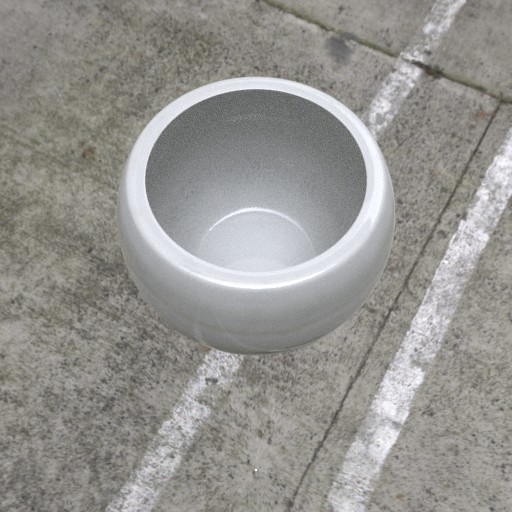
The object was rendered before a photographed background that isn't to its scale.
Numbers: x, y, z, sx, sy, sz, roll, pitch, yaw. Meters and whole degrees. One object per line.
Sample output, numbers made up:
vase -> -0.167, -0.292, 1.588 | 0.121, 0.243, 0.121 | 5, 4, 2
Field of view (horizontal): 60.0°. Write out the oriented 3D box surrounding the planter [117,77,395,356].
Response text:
planter -> 0.000, 0.000, 0.434 | 0.222, 0.278, 0.222 | 0, 64, 0
